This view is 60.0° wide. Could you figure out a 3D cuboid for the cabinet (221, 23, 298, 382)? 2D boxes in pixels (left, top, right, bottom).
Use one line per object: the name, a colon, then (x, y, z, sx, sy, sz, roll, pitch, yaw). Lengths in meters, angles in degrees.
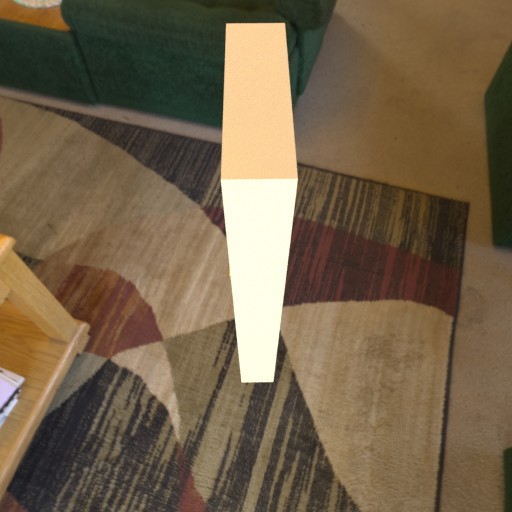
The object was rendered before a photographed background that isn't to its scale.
cabinet: (0.000, 0.000, 1.988, 0.192, 1.770, 0.643, -1, 59, 0)
